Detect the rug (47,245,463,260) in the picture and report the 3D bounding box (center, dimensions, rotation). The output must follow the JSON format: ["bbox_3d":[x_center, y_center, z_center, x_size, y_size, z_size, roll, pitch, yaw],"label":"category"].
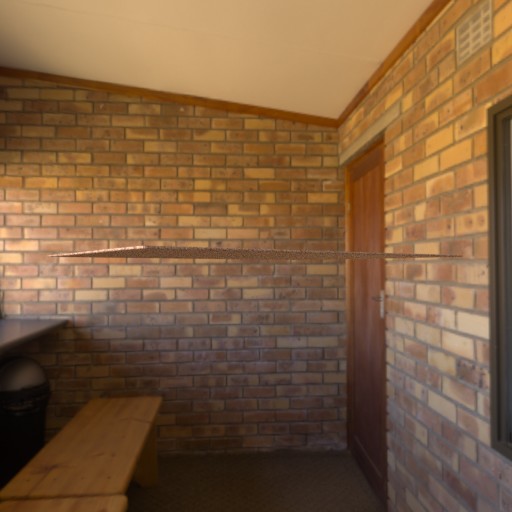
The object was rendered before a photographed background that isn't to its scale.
[{"bbox_3d":[0.000,0.000,2.800,2.141,0.013,1.566,1,-2,-37],"label":"rug"}]
